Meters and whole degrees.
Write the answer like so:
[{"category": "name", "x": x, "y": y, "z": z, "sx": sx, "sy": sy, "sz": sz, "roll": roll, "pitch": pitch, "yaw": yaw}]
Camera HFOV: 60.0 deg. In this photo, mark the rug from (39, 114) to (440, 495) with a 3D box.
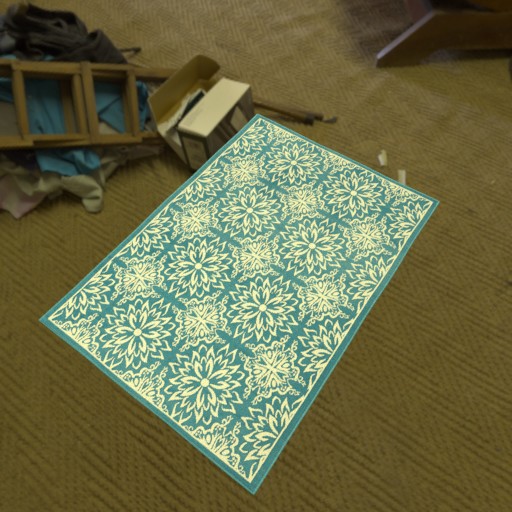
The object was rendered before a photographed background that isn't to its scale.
[{"category": "rug", "x": 0.000, "y": 0.000, "z": 2.828, "sx": 1.554, "sy": 0.012, "sz": 2.205, "roll": 31, "pitch": 63, "yaw": 18}]
